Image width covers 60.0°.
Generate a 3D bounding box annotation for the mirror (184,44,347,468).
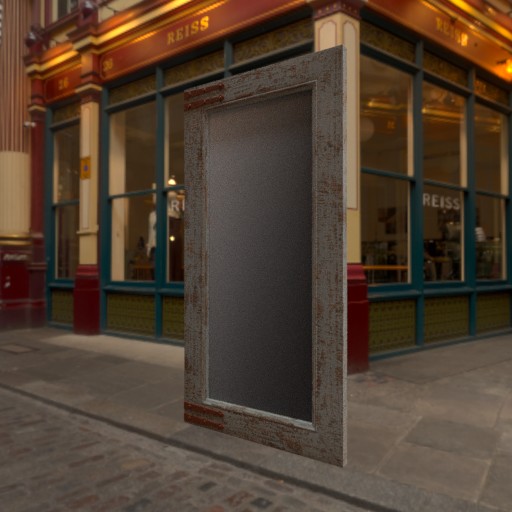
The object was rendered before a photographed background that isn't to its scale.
[{"bbox_3d":[0.000,0.000,1.106,0.472,0.922,0.027,0,0,35],"label":"mirror"}]
